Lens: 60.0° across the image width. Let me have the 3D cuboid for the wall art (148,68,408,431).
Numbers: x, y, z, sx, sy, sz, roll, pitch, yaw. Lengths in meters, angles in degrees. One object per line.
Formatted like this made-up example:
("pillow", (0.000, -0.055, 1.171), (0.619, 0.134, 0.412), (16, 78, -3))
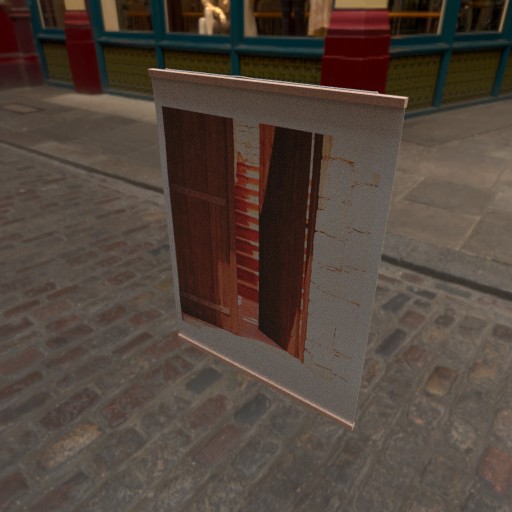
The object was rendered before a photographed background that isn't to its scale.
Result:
("wall art", (0.000, 0.000, 1.346), (0.758, 1.013, 0.020), (20, 35, 30))
